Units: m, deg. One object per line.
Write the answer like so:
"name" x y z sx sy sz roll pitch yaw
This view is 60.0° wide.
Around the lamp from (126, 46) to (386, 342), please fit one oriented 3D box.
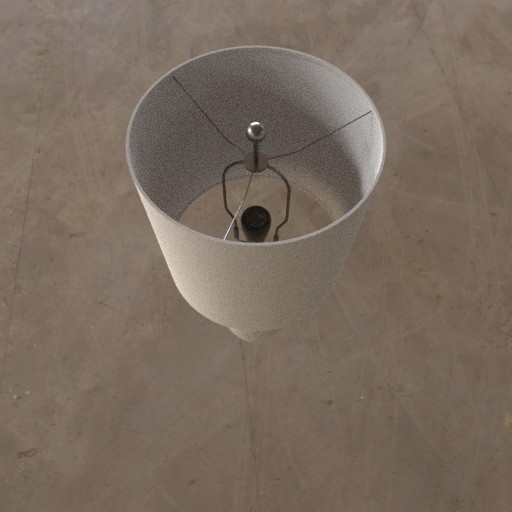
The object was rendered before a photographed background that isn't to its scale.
"lamp" 0.000 0.000 0.568 0.214 0.466 0.214 12 63 6
